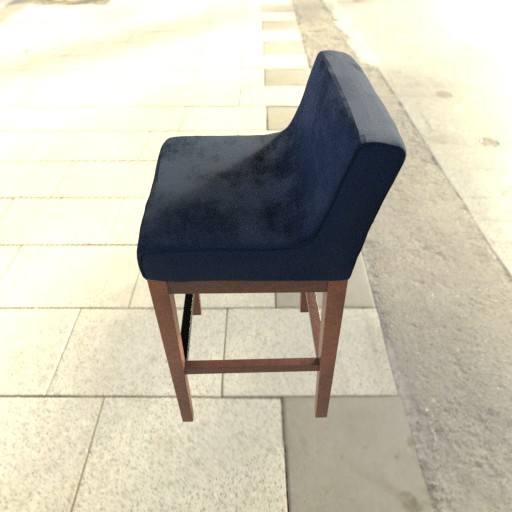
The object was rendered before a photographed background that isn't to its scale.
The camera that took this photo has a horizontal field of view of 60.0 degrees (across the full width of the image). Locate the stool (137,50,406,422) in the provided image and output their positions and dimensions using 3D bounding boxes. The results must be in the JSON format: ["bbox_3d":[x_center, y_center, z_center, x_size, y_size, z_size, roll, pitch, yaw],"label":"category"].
[{"bbox_3d":[0.000,0.000,1.227,0.516,0.945,0.511,-1,41,-1],"label":"stool"}]
